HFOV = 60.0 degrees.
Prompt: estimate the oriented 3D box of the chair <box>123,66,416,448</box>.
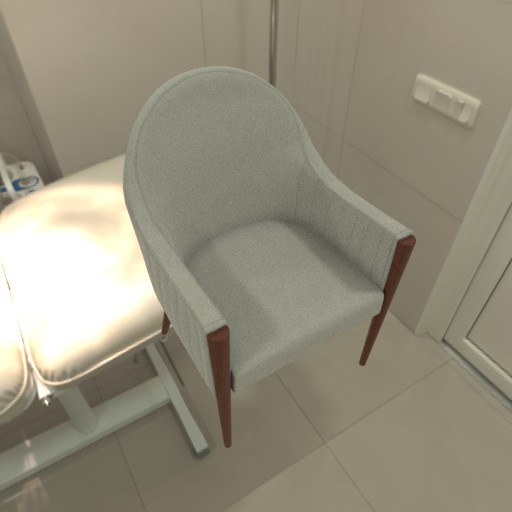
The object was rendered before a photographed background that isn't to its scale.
[{"bbox_3d":[0.000,0.000,1.303,0.610,0.889,0.620,-24,50,-22],"label":"chair"}]
